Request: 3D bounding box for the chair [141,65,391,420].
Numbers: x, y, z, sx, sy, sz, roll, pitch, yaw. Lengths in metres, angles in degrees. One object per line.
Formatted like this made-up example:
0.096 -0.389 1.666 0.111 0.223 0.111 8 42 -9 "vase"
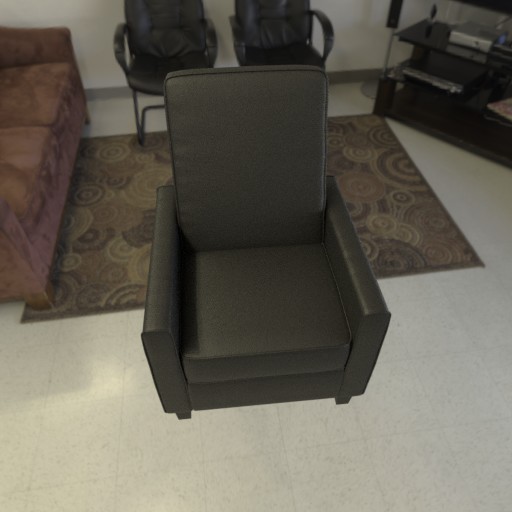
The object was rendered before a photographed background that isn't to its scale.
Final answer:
0.000 0.000 1.515 0.705 1.013 0.746 -4 47 -4 "chair"
